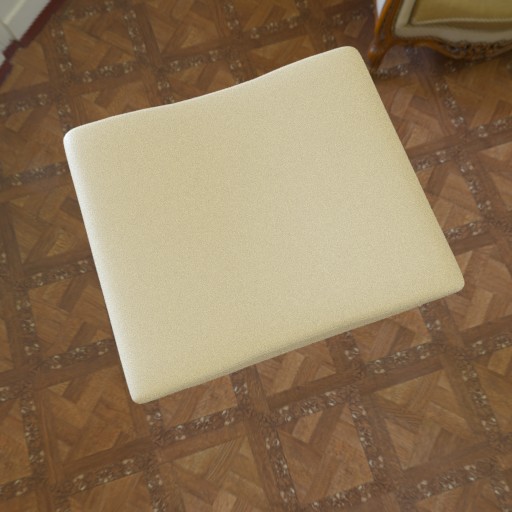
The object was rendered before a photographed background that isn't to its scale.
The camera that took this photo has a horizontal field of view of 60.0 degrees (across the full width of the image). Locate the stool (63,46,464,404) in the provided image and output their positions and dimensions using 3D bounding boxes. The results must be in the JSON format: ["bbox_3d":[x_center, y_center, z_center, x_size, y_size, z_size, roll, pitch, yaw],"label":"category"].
[{"bbox_3d":[0.000,0.000,0.896,0.471,0.609,0.401,-19,77,-4],"label":"stool"}]
